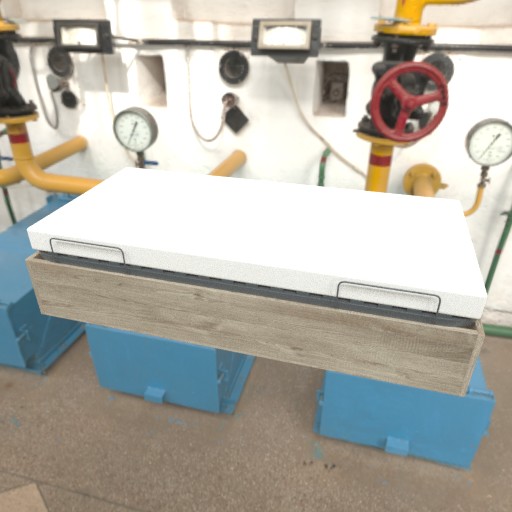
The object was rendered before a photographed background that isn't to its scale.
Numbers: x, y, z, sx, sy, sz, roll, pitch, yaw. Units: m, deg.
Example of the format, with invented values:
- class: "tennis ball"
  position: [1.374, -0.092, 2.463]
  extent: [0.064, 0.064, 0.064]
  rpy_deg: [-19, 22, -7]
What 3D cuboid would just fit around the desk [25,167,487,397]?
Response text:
- class: "desk"
  position: [0.000, 0.000, 2.162]
  extent: [1.900, 0.455, 0.900]
  rpy_deg: [8, 31, 14]
